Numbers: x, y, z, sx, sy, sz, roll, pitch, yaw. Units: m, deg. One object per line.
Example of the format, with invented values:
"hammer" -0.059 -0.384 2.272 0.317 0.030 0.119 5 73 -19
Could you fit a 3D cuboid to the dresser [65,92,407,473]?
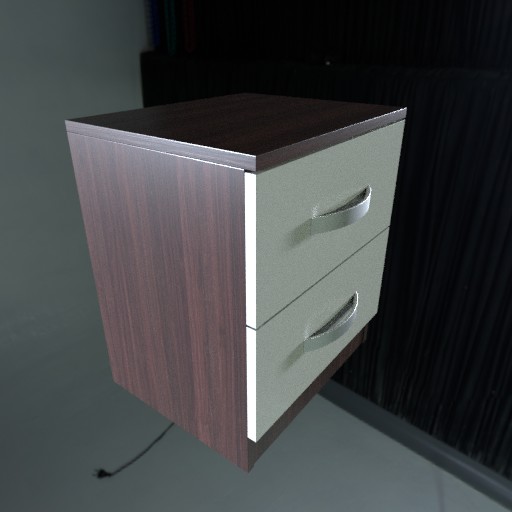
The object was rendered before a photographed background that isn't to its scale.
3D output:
"dresser" 0.000 0.000 0.762 0.360 0.470 0.400 19 32 33
